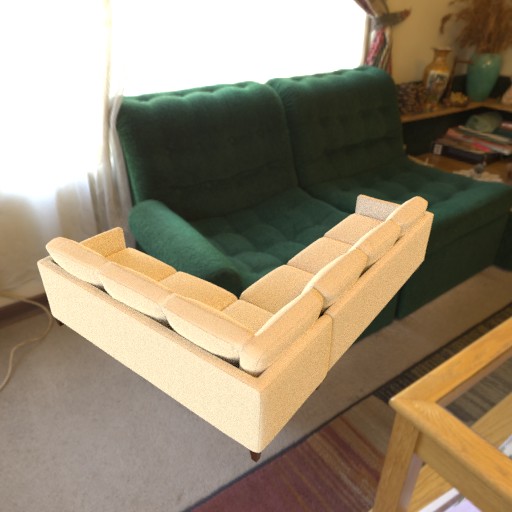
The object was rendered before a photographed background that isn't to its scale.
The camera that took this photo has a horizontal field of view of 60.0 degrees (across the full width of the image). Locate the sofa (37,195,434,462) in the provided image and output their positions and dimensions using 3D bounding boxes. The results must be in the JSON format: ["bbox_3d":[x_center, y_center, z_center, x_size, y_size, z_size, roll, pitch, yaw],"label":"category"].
[{"bbox_3d":[0.000,0.000,4.605,2.593,0.947,3.302,21,37,32],"label":"sofa"}]
